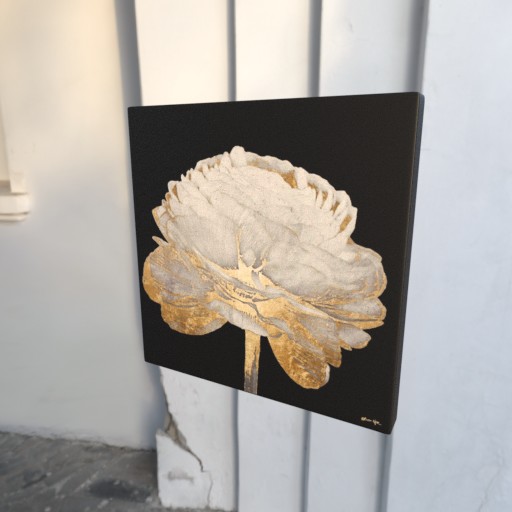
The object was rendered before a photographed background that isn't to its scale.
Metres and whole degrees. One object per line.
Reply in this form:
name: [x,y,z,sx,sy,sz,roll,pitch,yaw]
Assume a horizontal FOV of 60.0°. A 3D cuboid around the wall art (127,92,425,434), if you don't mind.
wall art: [0.000,0.000,0.616,0.406,0.407,0.041,8,16,28]
